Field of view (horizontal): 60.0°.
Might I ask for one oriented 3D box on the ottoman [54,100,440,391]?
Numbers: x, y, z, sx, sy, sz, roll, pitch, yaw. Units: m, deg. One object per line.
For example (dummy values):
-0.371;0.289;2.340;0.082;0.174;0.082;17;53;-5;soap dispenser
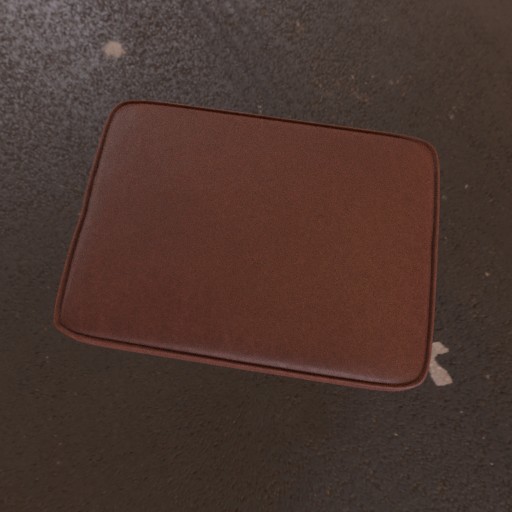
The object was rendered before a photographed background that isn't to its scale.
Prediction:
0.000;0.000;1.085;0.749;0.449;0.548;8;74;2;ottoman
